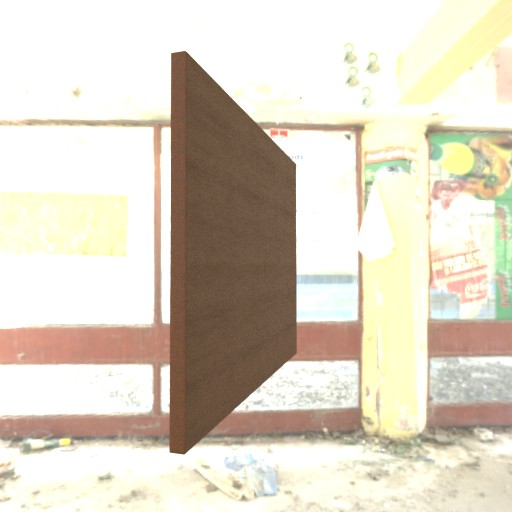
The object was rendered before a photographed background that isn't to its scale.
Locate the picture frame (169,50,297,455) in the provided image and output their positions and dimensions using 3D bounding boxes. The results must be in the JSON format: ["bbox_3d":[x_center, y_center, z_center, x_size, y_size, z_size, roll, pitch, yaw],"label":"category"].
[{"bbox_3d":[0.000,0.000,1.754,0.045,1.018,1.329,0,-1,17],"label":"picture frame"}]
